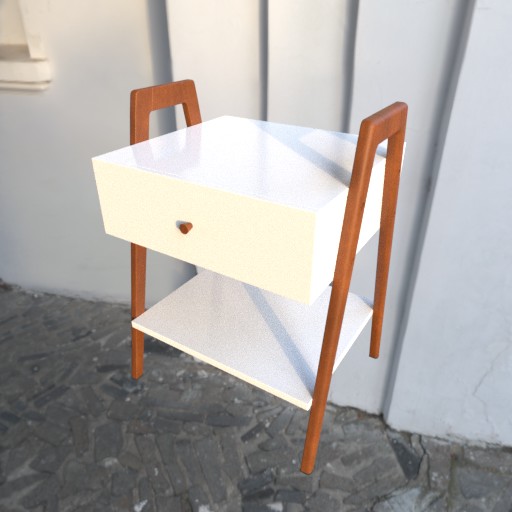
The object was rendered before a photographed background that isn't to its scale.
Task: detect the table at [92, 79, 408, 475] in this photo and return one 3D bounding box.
[{"bbox_3d":[0.000,0.000,0.887,0.457,0.610,0.405,18,34,28],"label":"table"}]
